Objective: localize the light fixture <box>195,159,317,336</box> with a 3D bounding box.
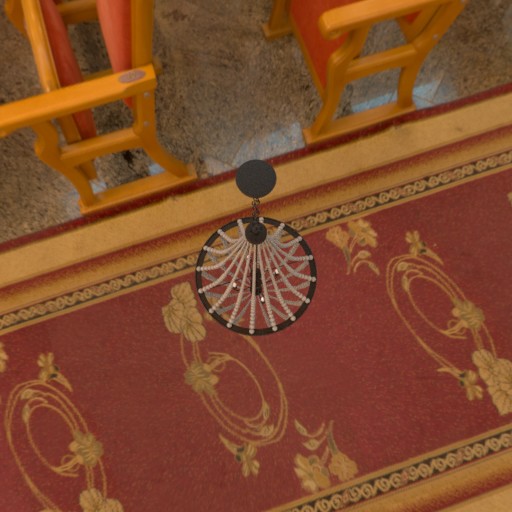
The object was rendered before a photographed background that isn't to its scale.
[{"bbox_3d":[0.000,0.000,1.390,0.450,1.133,0.450,0,75,0],"label":"light fixture"}]
